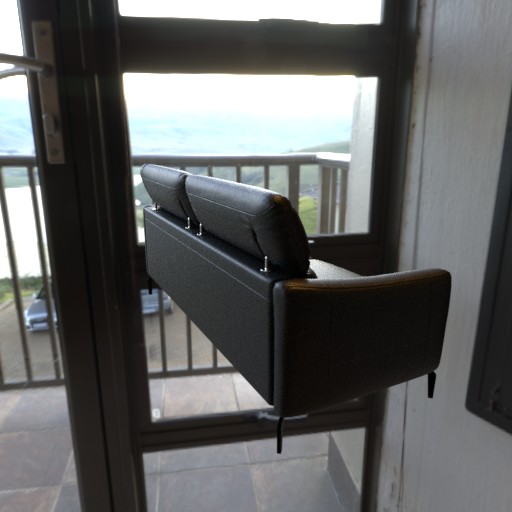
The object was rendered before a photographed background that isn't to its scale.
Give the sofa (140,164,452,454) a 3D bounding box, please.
[{"bbox_3d":[0.000,0.000,2.517,0.856,0.957,2.069,-8,17,-26],"label":"sofa"}]
